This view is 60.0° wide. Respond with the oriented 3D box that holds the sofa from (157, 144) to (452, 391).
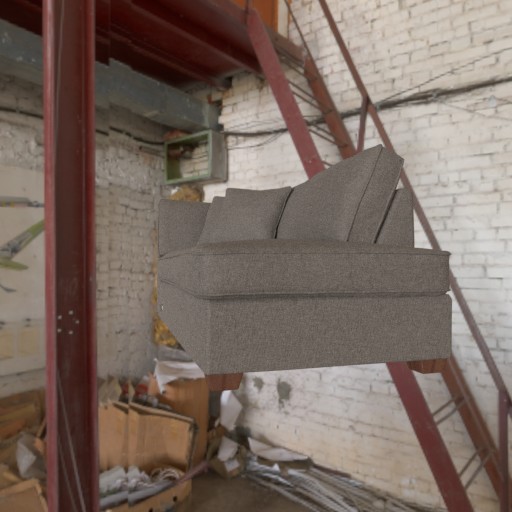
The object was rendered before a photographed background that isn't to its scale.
[{"bbox_3d":[0.000,0.000,2.773,1.110,1.033,2.237,0,-1,-17],"label":"sofa"}]
